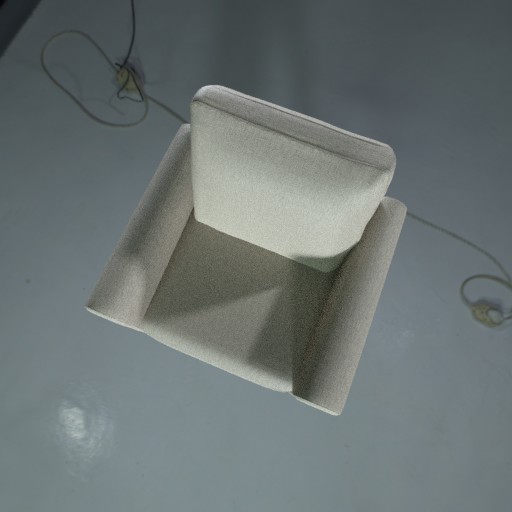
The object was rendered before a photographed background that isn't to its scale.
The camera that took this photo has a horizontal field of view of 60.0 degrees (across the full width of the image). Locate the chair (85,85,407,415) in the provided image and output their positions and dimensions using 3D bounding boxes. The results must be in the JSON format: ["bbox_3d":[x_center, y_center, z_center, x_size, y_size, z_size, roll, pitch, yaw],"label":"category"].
[{"bbox_3d":[0.000,0.000,2.294,1.275,1.349,1.180,21,76,6],"label":"chair"}]
